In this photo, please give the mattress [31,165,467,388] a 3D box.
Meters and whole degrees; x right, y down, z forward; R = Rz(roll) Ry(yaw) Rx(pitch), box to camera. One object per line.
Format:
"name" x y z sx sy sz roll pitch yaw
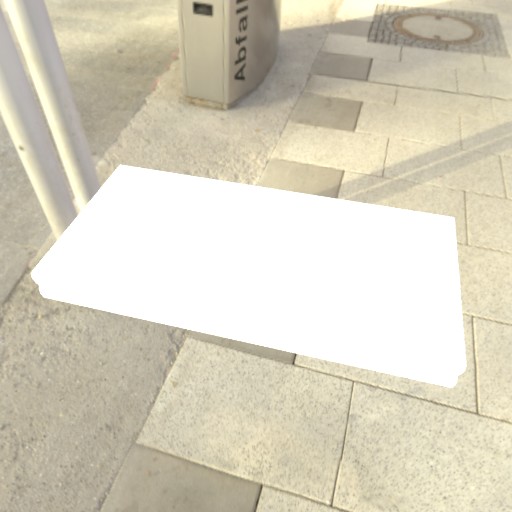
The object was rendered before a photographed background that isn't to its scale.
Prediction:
"mattress" 0.000 0.000 2.216 1.900 0.200 0.900 11 47 10
